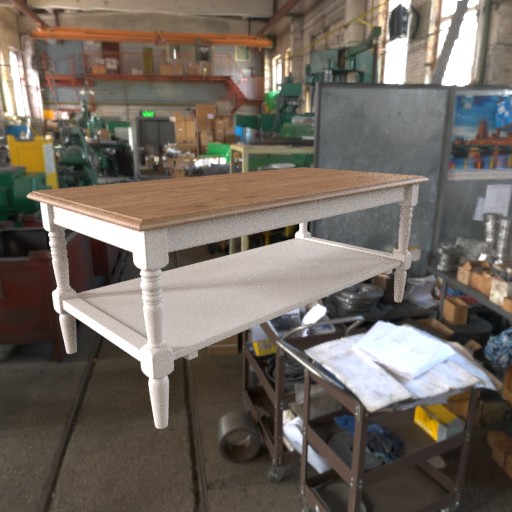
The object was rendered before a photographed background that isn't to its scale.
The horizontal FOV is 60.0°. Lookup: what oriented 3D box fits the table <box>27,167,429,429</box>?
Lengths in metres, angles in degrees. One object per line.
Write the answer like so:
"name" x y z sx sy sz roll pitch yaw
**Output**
"table" 0.000 0.000 1.393 1.118 0.458 0.559 -15 22 -43
